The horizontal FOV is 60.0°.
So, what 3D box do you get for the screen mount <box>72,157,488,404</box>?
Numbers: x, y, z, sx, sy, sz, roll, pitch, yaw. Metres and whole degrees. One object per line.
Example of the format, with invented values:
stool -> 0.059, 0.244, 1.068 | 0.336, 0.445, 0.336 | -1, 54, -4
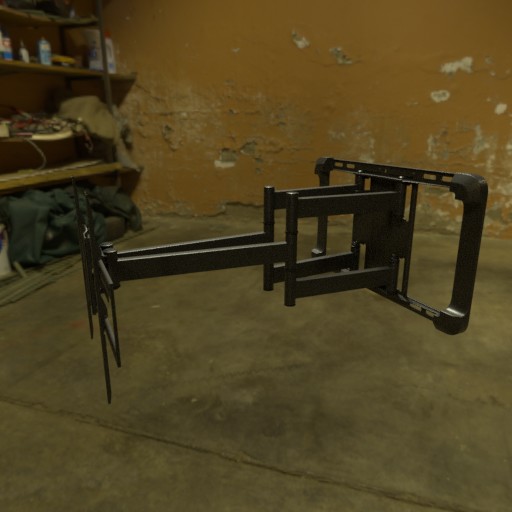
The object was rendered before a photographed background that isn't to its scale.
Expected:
screen mount -> 0.000, 0.000, 1.259 | 0.905, 0.483, 0.725 | -8, 18, -24
